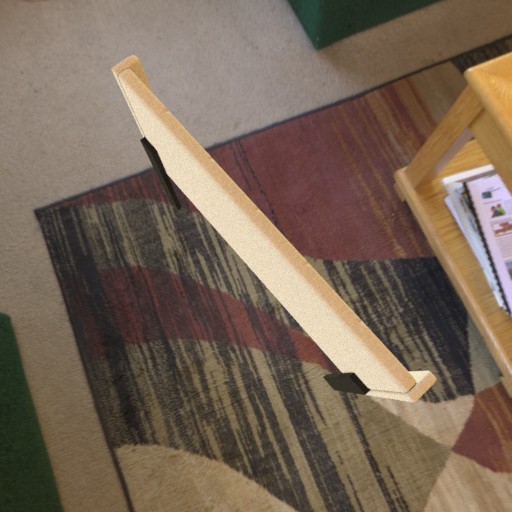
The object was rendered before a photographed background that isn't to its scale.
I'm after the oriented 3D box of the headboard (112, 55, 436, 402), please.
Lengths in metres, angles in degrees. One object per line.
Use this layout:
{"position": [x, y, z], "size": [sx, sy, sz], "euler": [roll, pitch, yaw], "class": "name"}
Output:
{"position": [0.000, 0.000, 2.701], "size": [0.184, 1.524, 2.051], "euler": [-40, 78, -10], "class": "headboard"}
